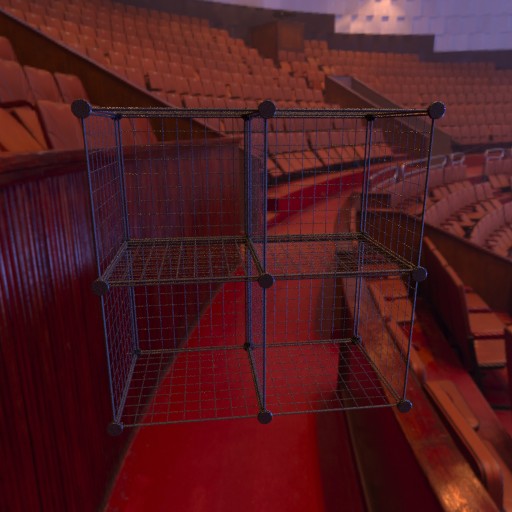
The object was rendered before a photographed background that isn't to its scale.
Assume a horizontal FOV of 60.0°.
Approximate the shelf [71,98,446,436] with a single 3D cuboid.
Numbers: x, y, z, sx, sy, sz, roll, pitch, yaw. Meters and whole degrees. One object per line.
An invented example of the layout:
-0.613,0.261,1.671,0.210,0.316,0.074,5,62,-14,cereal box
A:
0.000,0.000,1.099,0.711,0.711,0.356,-2,16,-7,shelf
